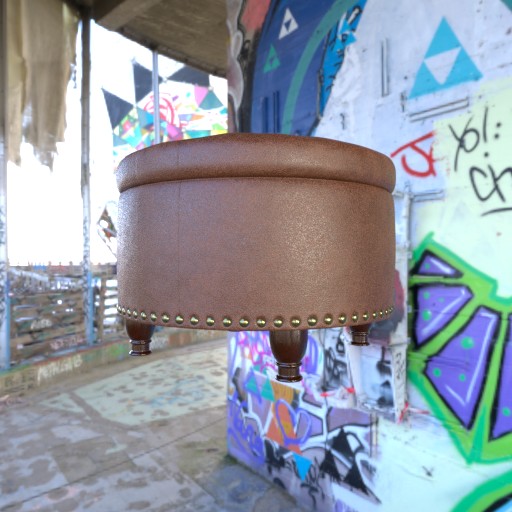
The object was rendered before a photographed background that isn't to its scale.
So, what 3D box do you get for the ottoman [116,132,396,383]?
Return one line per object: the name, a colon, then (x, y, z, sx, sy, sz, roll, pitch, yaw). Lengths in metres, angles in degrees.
ottoman: (0.000, 0.000, 1.056, 0.637, 0.442, 0.637, 0, 0, 0)
